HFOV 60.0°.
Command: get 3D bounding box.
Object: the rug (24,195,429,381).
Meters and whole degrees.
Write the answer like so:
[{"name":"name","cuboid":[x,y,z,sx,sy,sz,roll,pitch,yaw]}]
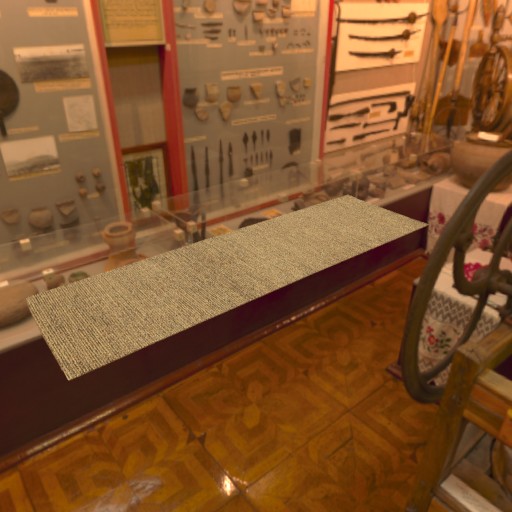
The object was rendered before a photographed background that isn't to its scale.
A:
[{"name":"rug","cuboid":[0.000,0.000,2.544,2.335,0.013,0.697,-20,35,-32]}]
